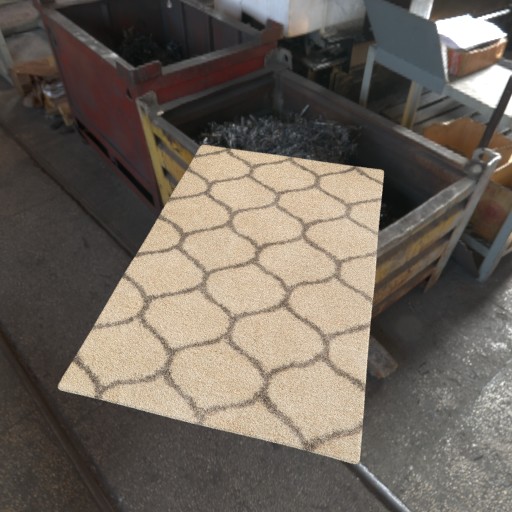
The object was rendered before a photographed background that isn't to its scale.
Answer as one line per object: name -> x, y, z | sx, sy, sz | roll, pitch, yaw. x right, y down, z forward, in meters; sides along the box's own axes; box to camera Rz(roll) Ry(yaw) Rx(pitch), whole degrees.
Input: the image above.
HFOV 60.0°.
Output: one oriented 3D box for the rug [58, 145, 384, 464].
rug -> 0.000, 0.000, 3.405 | 1.801, 0.026, 2.701 | 10, 48, 9
